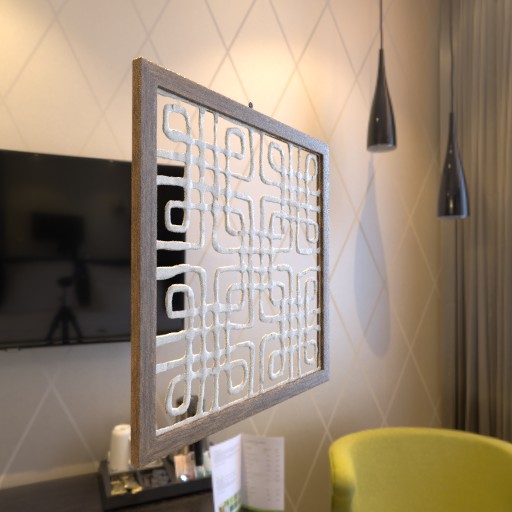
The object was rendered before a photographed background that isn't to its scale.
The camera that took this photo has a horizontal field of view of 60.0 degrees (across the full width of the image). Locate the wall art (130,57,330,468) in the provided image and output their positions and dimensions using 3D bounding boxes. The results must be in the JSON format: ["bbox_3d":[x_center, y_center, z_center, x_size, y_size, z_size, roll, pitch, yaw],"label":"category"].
[{"bbox_3d":[0.000,0.000,0.834,0.021,0.582,0.561,-1,-1,36],"label":"wall art"}]
